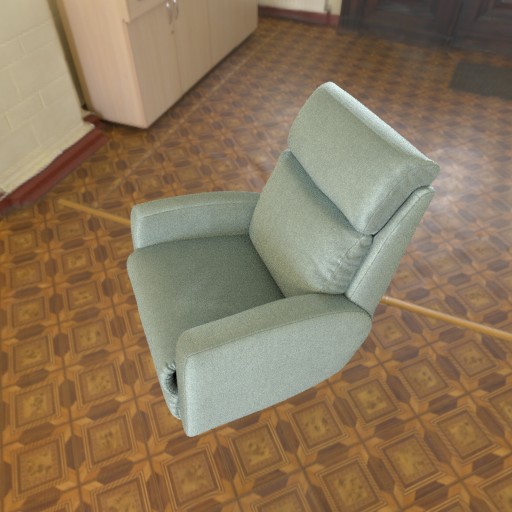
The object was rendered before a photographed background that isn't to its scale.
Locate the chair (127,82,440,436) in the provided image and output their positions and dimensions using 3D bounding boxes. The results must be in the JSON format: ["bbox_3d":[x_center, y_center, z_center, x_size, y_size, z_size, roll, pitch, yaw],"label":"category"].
[{"bbox_3d":[0.000,0.000,1.678,0.940,1.013,0.812,-17,48,-16],"label":"chair"}]
